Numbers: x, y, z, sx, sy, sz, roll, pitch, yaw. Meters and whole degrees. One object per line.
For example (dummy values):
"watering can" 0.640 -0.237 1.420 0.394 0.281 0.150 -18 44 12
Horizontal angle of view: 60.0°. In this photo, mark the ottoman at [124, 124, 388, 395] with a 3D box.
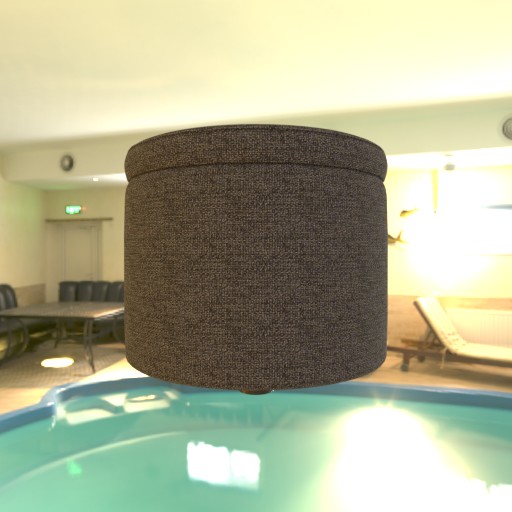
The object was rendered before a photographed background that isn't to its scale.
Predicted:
"ottoman" 0.000 0.000 0.911 0.520 0.430 0.520 0 1 0
